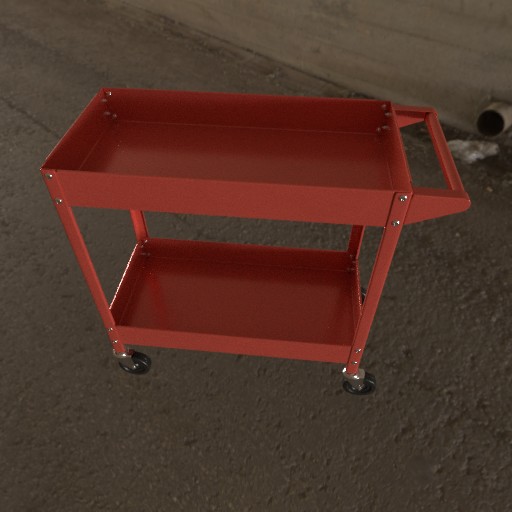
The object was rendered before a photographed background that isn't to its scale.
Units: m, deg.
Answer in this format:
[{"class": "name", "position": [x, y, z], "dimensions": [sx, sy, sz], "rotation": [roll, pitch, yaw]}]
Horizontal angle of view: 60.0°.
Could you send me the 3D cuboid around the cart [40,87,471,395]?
[{"class": "cart", "position": [0.000, 0.000, 1.152], "dimensions": [0.779, 0.719, 0.366], "rotation": [4, 46, 4]}]
